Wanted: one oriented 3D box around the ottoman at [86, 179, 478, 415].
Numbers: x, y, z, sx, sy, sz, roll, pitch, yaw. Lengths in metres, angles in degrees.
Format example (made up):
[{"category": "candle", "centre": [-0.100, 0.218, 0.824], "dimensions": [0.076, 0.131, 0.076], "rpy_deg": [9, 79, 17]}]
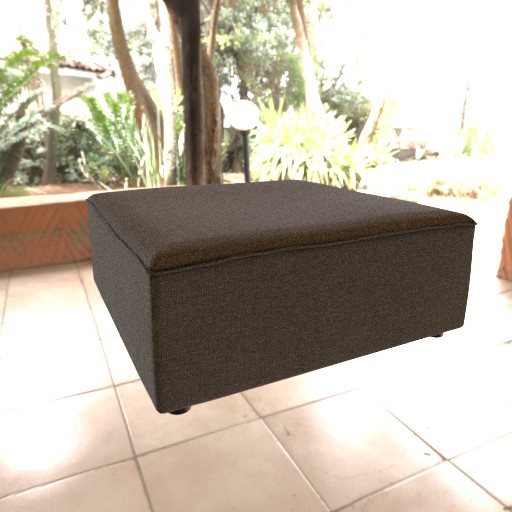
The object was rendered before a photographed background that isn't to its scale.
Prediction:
[{"category": "ottoman", "centre": [0.000, 0.000, 1.575], "dimensions": [1.017, 0.423, 1.023], "rpy_deg": [-8, 18, -25]}]
